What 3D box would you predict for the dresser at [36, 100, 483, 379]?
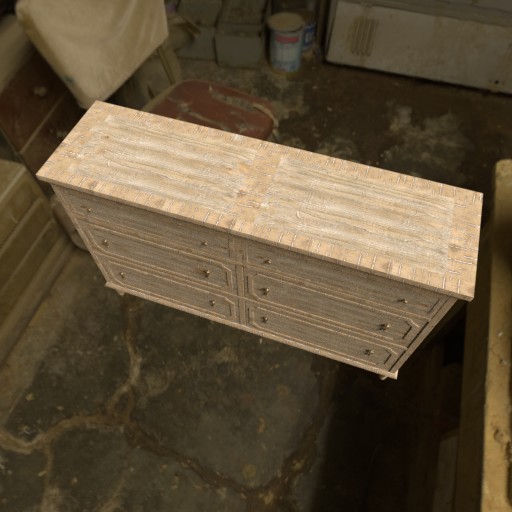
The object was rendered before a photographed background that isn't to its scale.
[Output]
[{"bbox_3d":[0.000,0.000,2.100,1.626,1.016,0.457,16,59,10],"label":"dresser"}]
